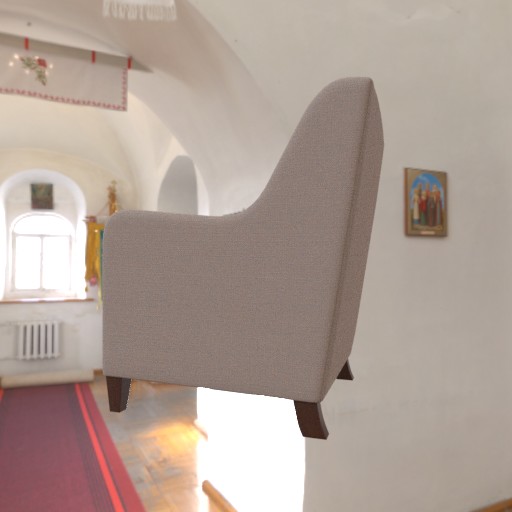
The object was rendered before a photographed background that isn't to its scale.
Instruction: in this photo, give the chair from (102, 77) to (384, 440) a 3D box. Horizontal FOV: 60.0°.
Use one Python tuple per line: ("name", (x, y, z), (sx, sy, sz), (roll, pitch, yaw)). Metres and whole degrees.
("chair", (0.000, 0.000, 1.642), (0.896, 1.017, 0.715), (0, -1, 19))
